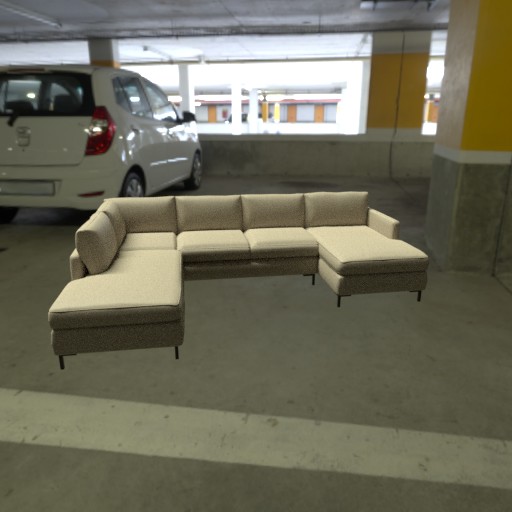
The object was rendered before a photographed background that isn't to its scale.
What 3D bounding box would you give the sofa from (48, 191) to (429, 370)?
[{"bbox_3d":[0.000,0.000,3.609,2.737,0.756,1.879,-3,17,-9],"label":"sofa"}]
